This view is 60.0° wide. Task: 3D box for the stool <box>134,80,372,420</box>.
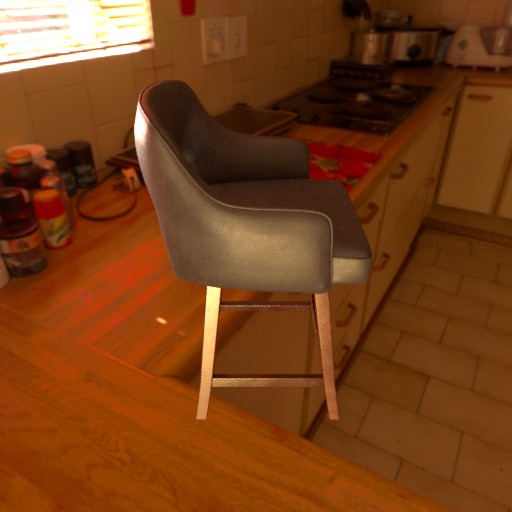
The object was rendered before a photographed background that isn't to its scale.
[{"bbox_3d":[0.000,0.000,1.301,0.560,0.936,0.550,0,32,0],"label":"stool"}]
